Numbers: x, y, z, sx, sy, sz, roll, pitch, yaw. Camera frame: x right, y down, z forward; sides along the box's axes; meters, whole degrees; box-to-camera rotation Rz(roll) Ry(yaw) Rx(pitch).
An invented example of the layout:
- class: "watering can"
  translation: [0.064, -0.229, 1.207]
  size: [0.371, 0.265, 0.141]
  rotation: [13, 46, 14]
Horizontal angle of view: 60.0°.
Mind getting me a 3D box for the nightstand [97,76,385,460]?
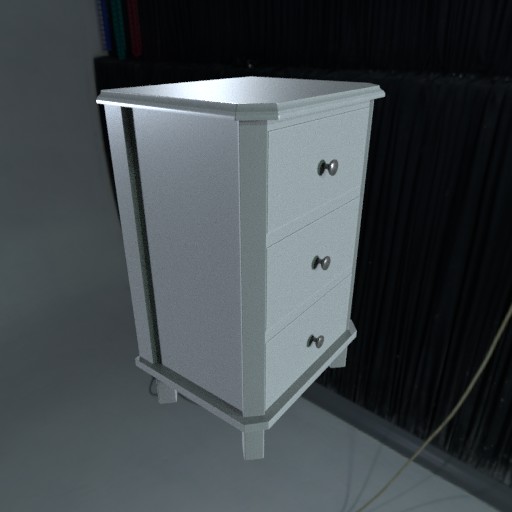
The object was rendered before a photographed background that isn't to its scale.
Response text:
- class: "nightstand"
  translation: [0.000, 0.000, 0.951]
  size: [0.348, 0.680, 0.435]
  rotation: [18, 31, 33]
